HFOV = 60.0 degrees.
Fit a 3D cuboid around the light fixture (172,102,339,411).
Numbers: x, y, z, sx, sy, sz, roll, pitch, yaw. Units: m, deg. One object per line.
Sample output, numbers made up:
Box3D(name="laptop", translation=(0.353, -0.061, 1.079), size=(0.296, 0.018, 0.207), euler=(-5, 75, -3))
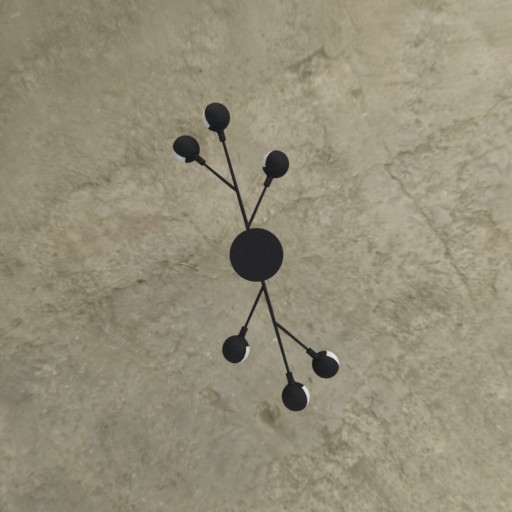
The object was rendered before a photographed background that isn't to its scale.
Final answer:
Box3D(name="light fixture", translation=(0.000, 0.000, 1.009), size=(0.434, 0.362, 0.778), euler=(0, 89, 0))
